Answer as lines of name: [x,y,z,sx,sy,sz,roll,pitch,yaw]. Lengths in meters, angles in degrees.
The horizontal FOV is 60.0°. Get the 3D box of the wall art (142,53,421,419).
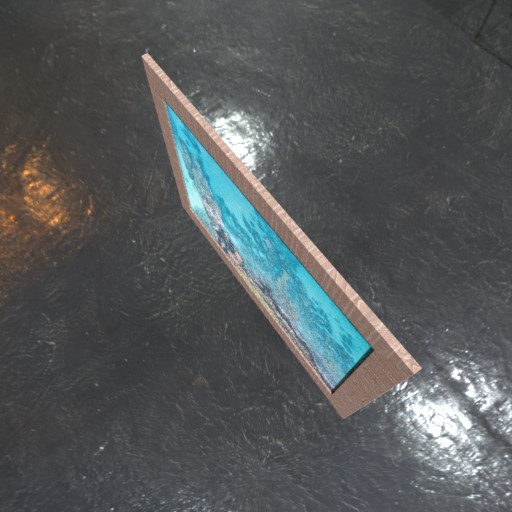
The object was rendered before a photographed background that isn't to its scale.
wall art: [0.000,0.000,1.368,0.020,0.761,1.056,-33,68,-15]
